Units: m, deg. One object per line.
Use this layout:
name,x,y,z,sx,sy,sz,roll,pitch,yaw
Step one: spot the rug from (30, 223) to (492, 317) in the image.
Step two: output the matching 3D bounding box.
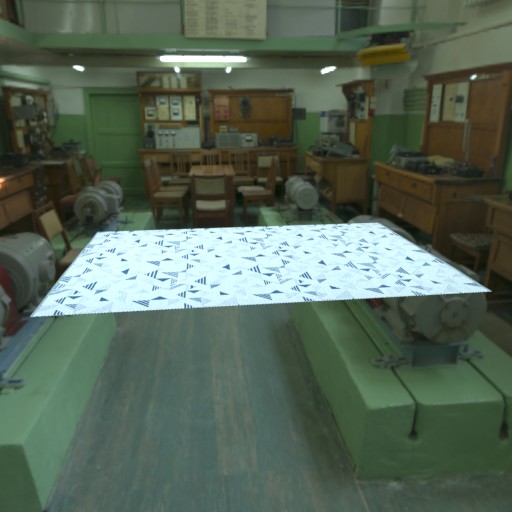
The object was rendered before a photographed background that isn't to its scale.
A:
rug,0.000,0.000,2.300,1.835,0.003,1.206,-2,18,-7
